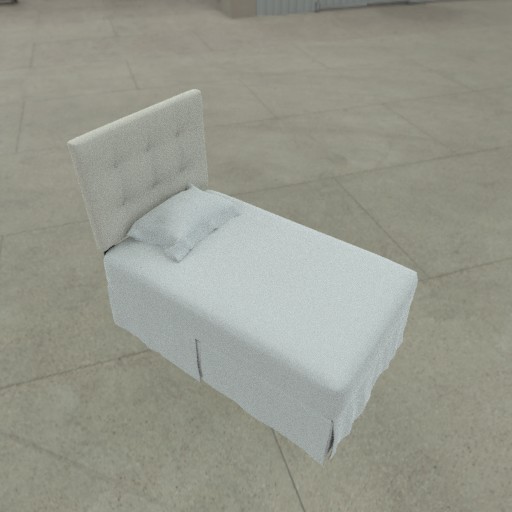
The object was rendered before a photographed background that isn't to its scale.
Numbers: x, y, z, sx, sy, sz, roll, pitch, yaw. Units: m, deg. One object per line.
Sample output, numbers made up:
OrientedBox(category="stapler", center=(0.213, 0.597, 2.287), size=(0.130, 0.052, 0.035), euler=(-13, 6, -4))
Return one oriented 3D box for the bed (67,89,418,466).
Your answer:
OrientedBox(category="bed", center=(0.000, 0.000, 3.028), size=(1.997, 1.571, 1.261), euler=(25, 46, 27))
